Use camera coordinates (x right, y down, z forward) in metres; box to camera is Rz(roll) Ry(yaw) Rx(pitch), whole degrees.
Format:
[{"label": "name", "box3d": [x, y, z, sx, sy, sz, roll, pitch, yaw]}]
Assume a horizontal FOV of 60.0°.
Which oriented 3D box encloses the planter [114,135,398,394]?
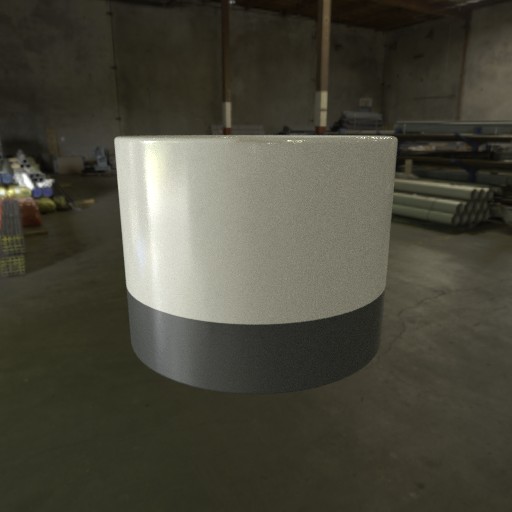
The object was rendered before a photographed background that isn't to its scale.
[{"label": "planter", "box3d": [0.000, 0.000, 0.339, 0.193, 0.177, 0.193, 0, 16, 0]}]
